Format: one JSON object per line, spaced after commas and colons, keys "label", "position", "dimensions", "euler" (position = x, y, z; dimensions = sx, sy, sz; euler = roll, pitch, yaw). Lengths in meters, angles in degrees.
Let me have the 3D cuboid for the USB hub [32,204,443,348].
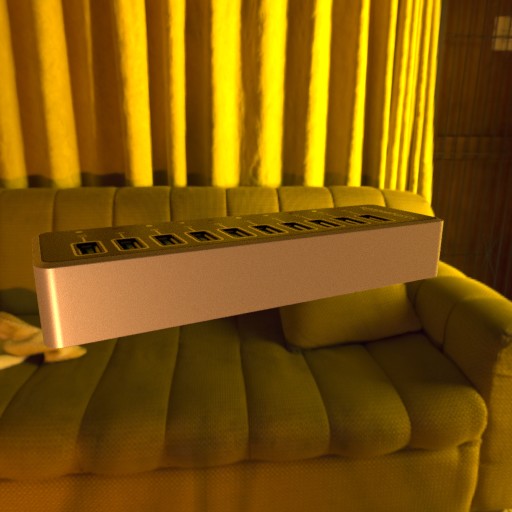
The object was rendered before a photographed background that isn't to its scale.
{"label": "USB hub", "position": [0.000, 0.000, 0.162], "dimensions": [0.145, 0.023, 0.044], "euler": [-8, 17, -25]}
